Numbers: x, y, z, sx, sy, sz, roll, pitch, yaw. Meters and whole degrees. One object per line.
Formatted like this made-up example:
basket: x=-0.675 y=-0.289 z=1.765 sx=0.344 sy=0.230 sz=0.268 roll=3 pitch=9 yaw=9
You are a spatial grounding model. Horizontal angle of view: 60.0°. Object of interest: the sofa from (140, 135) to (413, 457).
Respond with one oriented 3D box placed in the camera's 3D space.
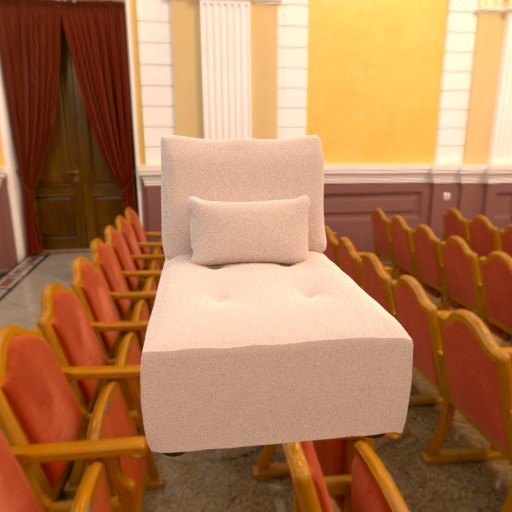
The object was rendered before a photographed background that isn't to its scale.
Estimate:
sofa: x=0.000 y=0.000 z=1.547 sx=0.700 sy=0.820 sz=1.000 roll=-2 pitch=15 yaw=-7
